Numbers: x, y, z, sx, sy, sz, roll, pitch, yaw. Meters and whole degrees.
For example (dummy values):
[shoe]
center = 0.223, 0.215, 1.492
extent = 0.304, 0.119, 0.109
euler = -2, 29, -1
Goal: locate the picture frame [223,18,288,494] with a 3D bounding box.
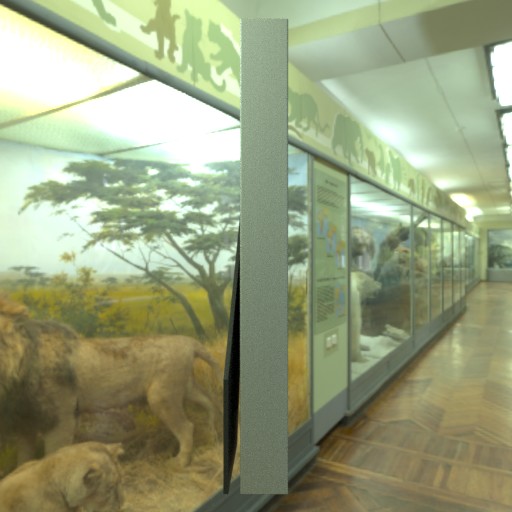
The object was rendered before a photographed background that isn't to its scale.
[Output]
[picture frame]
center = 0.000, 0.000, 0.272
extent = 0.028, 0.208, 0.157
euler = 0, 0, 0
